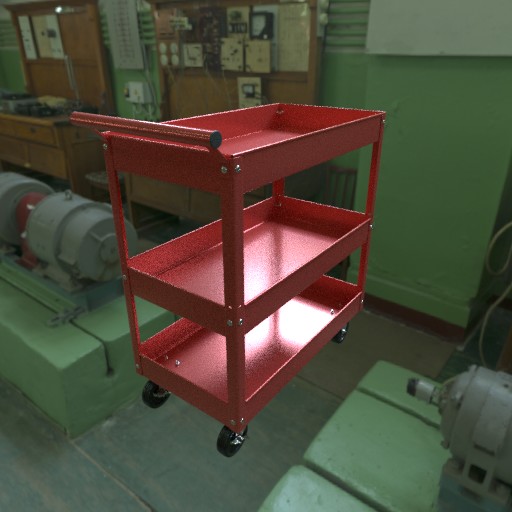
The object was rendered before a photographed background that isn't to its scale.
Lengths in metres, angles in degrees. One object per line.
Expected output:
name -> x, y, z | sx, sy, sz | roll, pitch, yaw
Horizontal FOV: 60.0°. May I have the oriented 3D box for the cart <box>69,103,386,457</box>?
cart -> 0.000, 0.000, 1.180 | 0.366, 0.780, 0.719 | 18, 30, 33
